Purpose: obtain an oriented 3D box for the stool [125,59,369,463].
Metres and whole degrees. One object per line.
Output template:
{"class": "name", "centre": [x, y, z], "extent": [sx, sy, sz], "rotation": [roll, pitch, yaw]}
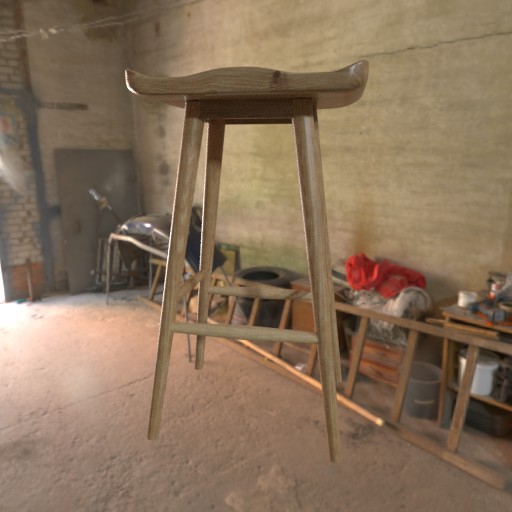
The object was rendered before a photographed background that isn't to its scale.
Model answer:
{"class": "stool", "centre": [0.000, 0.000, 0.925], "extent": [0.407, 0.698, 0.322], "rotation": [2, 13, 10]}
